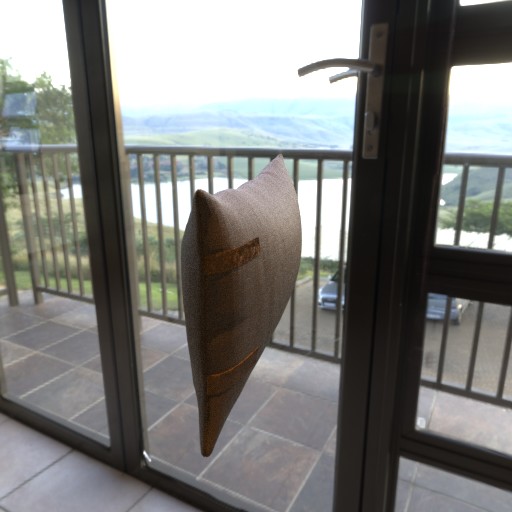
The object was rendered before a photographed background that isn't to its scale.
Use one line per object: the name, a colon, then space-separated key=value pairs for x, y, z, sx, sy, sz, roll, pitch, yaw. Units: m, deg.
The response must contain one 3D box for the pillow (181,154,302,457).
pillow: x=0.000 y=0.000 z=0.749 sx=0.148 sy=0.308 sz=0.612 roll=3 pitch=16 yaw=10
